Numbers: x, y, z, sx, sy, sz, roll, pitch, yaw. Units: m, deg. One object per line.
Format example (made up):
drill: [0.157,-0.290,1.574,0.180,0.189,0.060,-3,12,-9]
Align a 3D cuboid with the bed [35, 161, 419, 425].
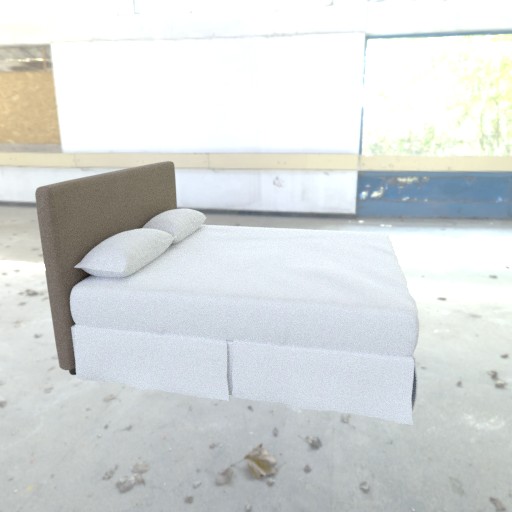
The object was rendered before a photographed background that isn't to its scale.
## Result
bed: [0.000,0.000,3.541,2.341,1.317,2.119,3,17,11]
